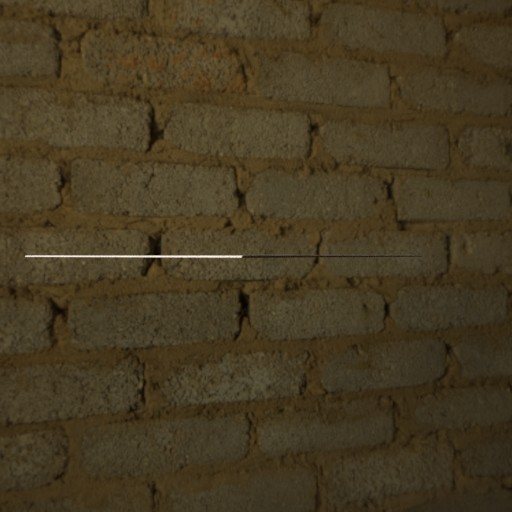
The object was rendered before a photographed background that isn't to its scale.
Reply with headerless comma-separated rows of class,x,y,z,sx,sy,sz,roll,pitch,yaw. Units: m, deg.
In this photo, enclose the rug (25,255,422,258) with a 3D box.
rug,0.000,0.000,2.368,1.236,0.009,1.839,0,0,36
